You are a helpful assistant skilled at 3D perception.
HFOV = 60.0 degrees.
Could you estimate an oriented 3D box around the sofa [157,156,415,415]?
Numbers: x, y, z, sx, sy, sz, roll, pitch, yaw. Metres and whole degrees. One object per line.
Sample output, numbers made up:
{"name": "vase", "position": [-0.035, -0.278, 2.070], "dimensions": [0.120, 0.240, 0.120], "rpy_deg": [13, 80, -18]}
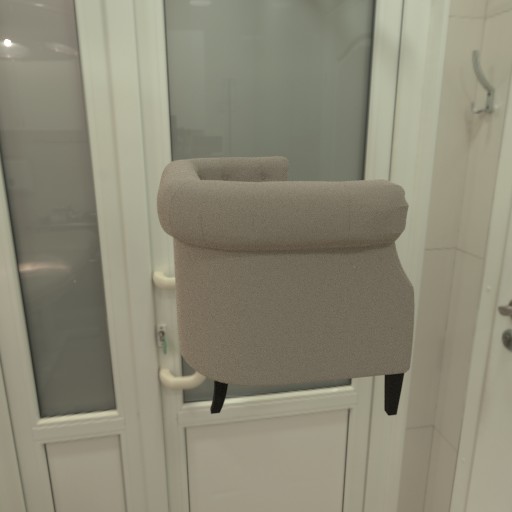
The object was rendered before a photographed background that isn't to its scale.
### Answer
{"name": "sofa", "position": [0.000, 0.000, 2.040], "dimensions": [0.835, 0.827, 1.558], "rpy_deg": [-3, 16, -10]}
